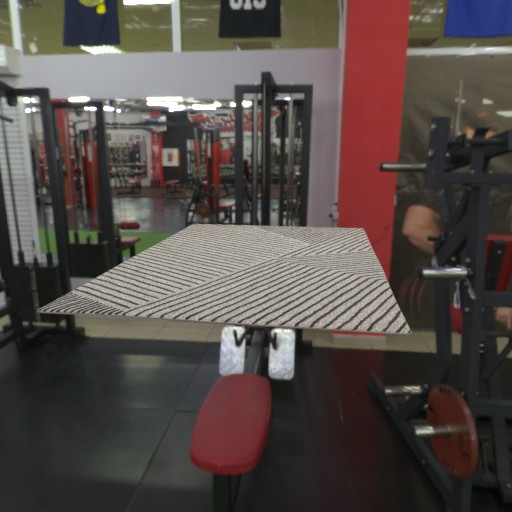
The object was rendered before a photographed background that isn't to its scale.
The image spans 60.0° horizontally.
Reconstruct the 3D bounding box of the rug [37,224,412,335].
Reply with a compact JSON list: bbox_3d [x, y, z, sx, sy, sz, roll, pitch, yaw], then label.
[{"bbox_3d":[0.000,0.000,2.302,1.237,0.019,1.842,2,14,9],"label":"rug"}]
